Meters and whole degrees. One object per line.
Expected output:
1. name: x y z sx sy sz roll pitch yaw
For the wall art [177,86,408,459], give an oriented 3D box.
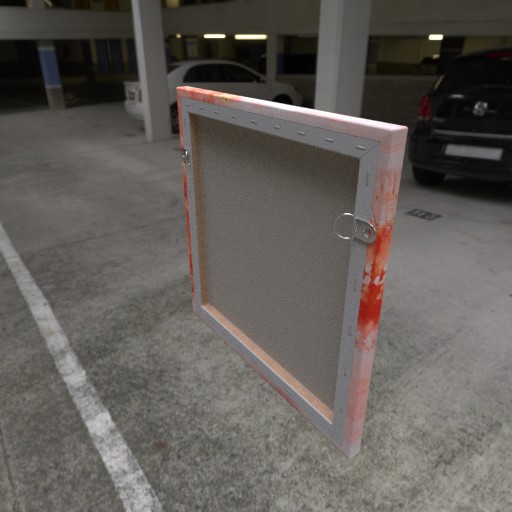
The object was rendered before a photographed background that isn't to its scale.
1. wall art: 0.000 0.000 1.126 0.064 0.746 0.747 -18 32 -31
